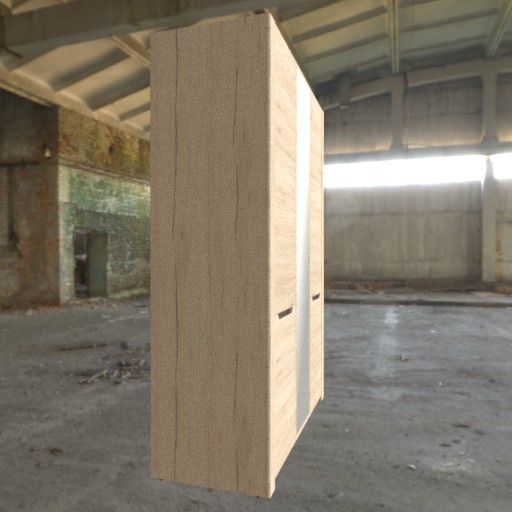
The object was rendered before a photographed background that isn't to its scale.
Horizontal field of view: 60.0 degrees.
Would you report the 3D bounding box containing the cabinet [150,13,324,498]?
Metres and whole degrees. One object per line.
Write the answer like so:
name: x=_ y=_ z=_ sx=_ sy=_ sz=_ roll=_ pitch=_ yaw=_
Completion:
cabinet: x=0.000 y=0.000 z=2.636 sx=0.580 sy=2.070 sz=1.400 roll=0 pitch=0 yaw=18
